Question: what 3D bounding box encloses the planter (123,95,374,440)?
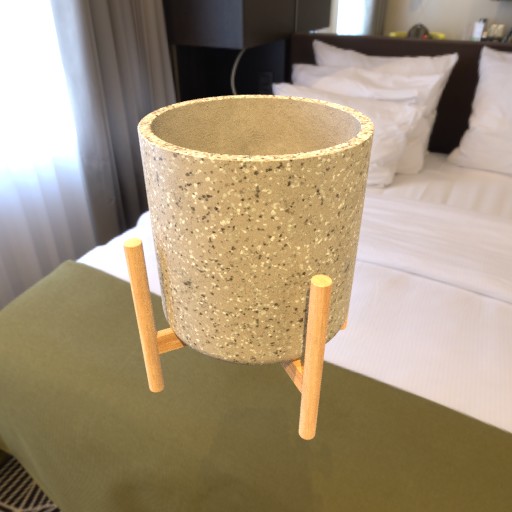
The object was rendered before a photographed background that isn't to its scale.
[{"bbox_3d":[0.000,0.000,0.692,0.360,0.419,0.360,-1,32,-2],"label":"planter"}]
